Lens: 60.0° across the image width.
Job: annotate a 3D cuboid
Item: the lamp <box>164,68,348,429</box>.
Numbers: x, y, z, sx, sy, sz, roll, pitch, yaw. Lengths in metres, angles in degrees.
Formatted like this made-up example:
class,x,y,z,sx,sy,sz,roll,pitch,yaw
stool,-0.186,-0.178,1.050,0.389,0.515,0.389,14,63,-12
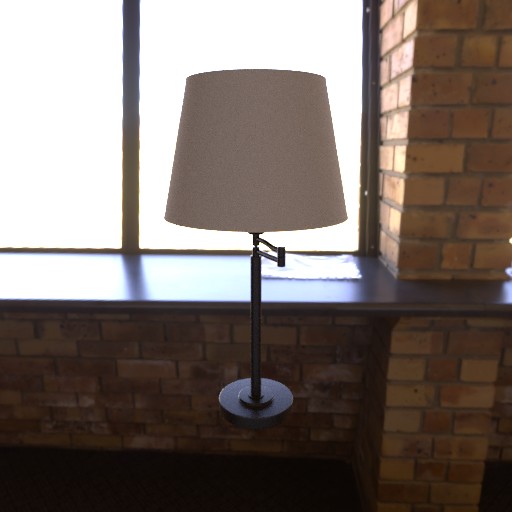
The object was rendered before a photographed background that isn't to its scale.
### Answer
class,x,y,z,sx,sy,sz,roll,pitch,yaw
lamp,0.000,0.000,0.908,0.363,0.696,0.363,0,14,0
